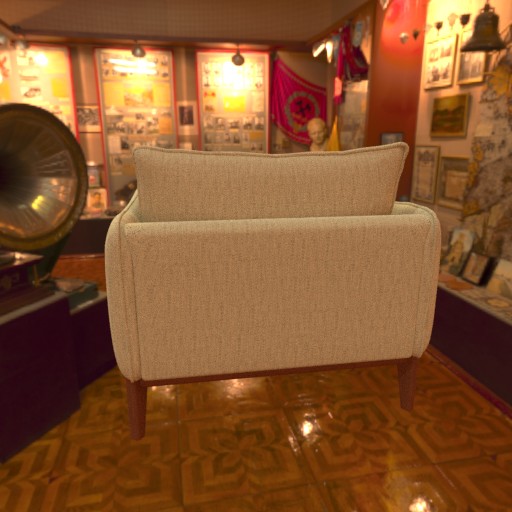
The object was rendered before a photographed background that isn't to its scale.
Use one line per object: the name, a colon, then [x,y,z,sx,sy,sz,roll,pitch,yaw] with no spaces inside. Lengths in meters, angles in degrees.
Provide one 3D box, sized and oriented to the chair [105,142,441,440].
chair: [0.000,0.000,1.707,0.994,0.855,0.991,-3,15,-9]
